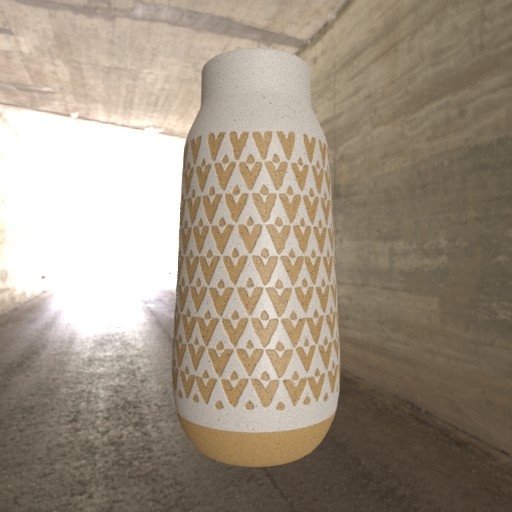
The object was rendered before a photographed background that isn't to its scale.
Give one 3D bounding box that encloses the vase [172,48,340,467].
[{"bbox_3d":[0.000,0.000,0.369,0.137,0.307,0.137,0,-1,0],"label":"vase"}]
